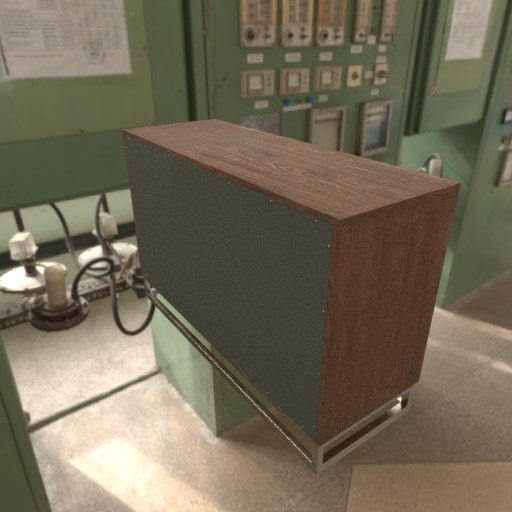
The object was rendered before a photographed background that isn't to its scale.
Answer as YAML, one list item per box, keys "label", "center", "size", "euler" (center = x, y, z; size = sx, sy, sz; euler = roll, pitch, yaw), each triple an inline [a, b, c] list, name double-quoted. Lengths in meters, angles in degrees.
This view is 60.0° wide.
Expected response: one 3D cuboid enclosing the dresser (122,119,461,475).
- label: "dresser"
  center: [0.000, 0.000, 2.218]
  size: [0.623, 1.061, 1.646]
  euler: [-18, 31, -32]
